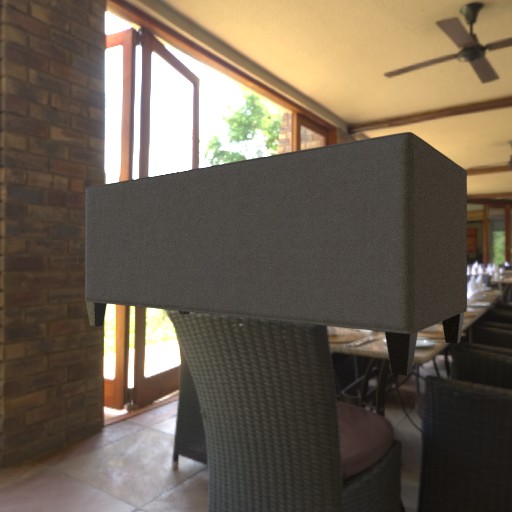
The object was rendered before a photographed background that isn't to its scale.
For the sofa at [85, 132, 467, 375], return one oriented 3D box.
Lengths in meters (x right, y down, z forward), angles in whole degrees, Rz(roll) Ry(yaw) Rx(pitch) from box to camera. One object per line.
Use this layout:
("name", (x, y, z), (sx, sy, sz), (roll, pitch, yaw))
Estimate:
("sofa", (0.000, 0.000, 2.195), (1.778, 0.762, 0.775), (0, -1, 37))
